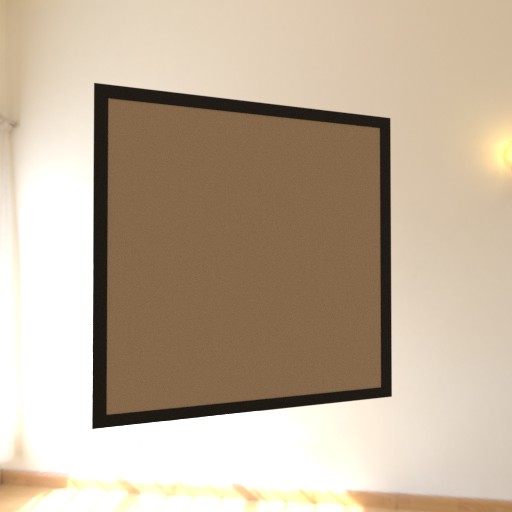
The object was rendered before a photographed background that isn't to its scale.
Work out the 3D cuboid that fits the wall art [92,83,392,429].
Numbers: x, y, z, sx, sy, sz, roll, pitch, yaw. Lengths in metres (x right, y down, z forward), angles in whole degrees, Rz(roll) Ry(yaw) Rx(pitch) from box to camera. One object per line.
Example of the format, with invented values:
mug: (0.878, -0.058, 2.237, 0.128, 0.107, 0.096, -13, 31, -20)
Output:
wall art: (0.000, 0.000, 0.444, 0.306, 0.304, 0.015, 0, -1, -18)
